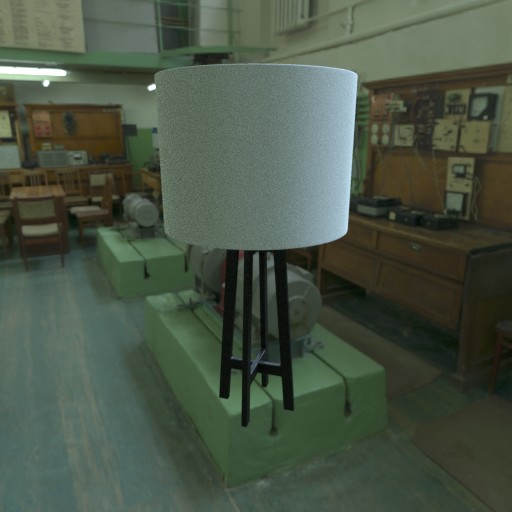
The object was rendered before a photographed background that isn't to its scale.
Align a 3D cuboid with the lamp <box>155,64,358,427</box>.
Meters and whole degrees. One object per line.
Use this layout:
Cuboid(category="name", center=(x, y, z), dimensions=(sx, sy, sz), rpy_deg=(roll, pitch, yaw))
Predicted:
Cuboid(category="lamp", center=(0.000, 0.000, 0.642), dimensions=(0.257, 0.489, 0.257), rpy_deg=(-8, 18, -27))
